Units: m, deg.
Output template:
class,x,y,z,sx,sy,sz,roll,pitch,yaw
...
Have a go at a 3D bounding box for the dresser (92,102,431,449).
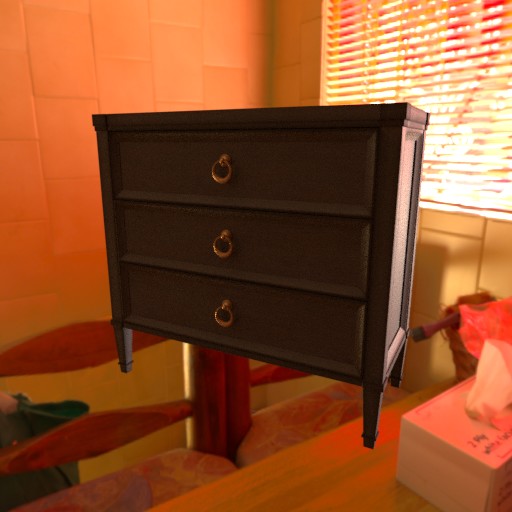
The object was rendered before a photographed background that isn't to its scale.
class,x,y,z,sx,sy,sz,roll,pitch,yaw
dresser,0.000,0.000,1.609,1.049,0.986,0.463,7,16,27
